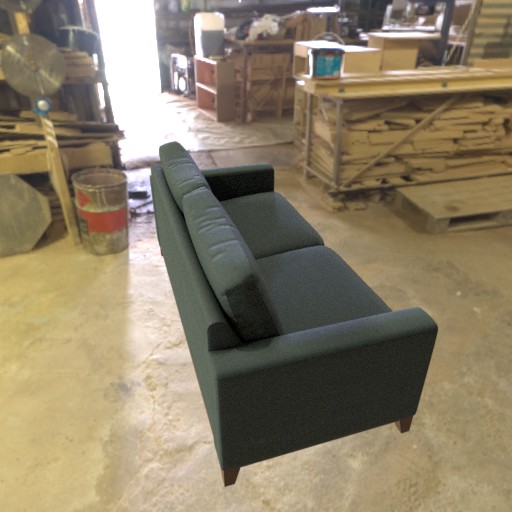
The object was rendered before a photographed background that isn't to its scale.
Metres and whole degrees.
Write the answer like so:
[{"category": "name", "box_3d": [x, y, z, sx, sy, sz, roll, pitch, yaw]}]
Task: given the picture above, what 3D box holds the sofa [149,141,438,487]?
[{"category": "sofa", "box_3d": [0.000, 0.000, 2.360, 0.877, 0.865, 1.900, -9, 32, -15]}]
